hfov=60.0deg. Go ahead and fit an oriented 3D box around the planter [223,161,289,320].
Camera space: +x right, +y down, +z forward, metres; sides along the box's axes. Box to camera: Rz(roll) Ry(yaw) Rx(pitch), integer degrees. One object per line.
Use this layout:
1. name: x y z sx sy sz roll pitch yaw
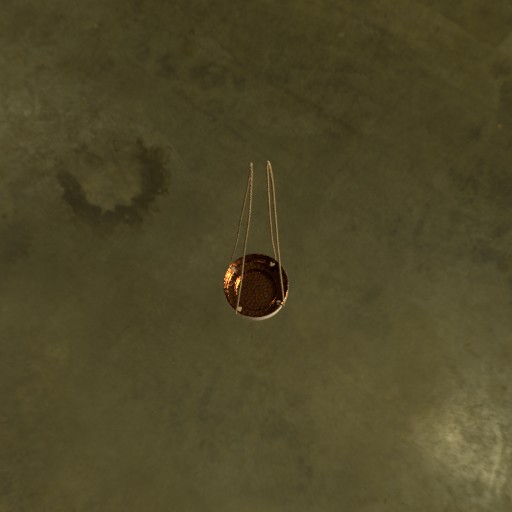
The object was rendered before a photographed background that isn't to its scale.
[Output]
1. planter: 0.000 0.000 1.123 0.223 1.030 0.223 -9 76 -2
